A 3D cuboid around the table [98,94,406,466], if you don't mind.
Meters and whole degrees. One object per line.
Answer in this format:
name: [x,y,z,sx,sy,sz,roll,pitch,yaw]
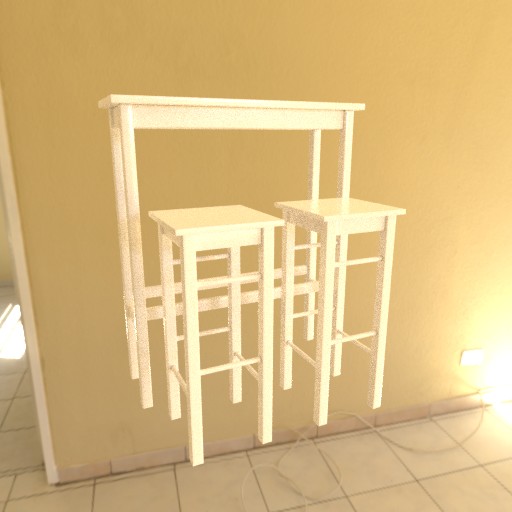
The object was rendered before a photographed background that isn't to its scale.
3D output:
table: [0.000,0.000,1.594,0.915,1.065,0.650,-7,17,-24]
